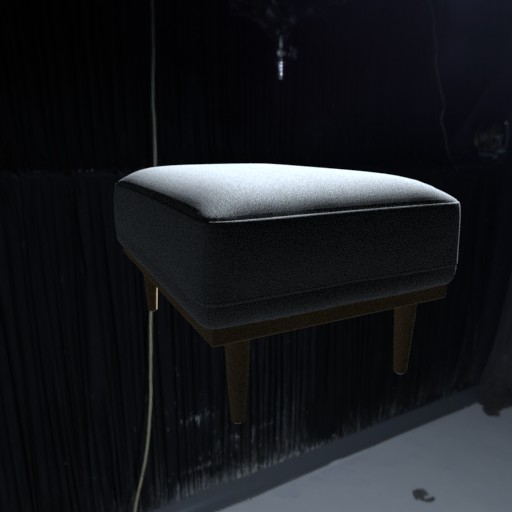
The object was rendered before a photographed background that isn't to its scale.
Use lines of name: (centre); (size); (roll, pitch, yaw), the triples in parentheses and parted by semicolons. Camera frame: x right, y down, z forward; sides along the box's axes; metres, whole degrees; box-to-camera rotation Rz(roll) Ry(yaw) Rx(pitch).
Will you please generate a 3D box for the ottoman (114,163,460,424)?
ottoman: (0.000, 0.000, 1.082); (0.549, 0.428, 0.749); (-7, 16, -26)
